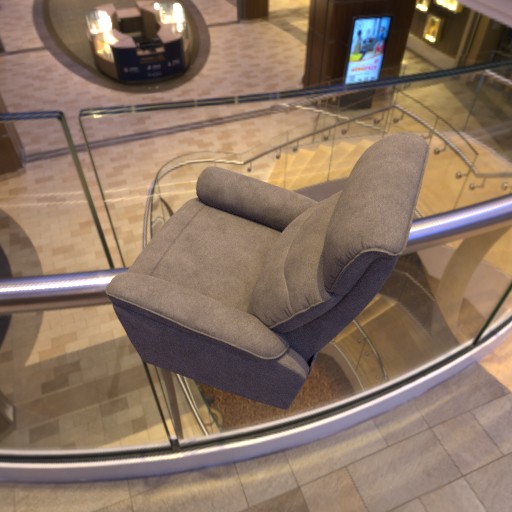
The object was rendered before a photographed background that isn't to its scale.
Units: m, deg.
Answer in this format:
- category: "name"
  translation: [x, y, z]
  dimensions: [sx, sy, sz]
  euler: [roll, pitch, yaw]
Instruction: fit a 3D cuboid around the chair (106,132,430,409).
- category: "chair"
  translation: [0.000, 0.000, 1.728]
  dimensions: [1.009, 1.036, 0.830]
  euler: [16, 48, 15]
